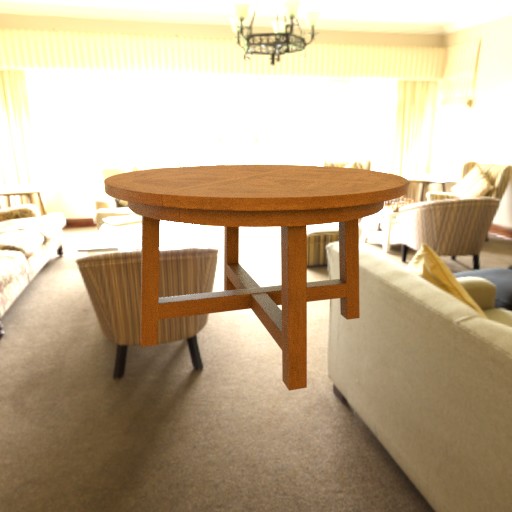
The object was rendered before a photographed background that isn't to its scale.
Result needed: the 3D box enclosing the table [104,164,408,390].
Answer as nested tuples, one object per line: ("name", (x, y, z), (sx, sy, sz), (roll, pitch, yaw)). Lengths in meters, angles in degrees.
("table", (0.000, 0.000, 2.130), (1.319, 0.762, 1.319), (0, 16, 0))
